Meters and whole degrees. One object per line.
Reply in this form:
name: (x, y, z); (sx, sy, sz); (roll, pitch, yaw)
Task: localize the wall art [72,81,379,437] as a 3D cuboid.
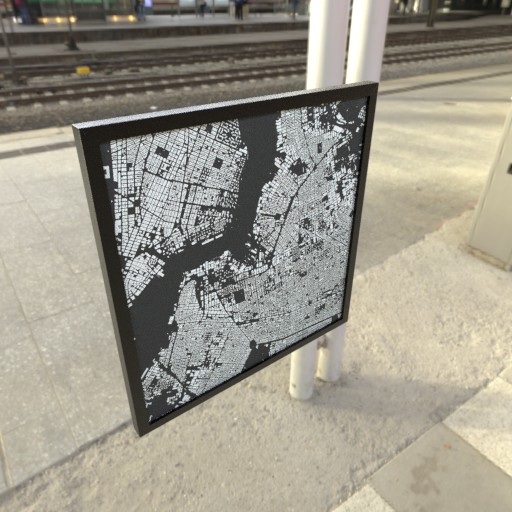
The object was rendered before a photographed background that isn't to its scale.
wall art: (0.000, 0.000, 1.121); (0.755, 0.761, 0.038); (-21, 36, -32)
